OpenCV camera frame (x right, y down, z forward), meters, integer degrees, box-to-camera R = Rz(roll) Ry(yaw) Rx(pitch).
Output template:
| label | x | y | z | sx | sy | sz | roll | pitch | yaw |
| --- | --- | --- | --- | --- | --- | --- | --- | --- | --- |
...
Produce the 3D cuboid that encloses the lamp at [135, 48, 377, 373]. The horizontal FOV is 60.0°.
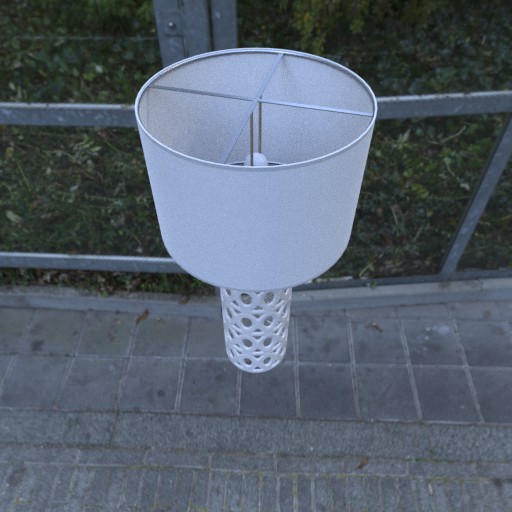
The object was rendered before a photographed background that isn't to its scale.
| label | x | y | z | sx | sy | sz | roll | pitch | yaw |
| --- | --- | --- | --- | --- | --- | --- | --- | --- | --- |
| lamp | 0.000 | 0.000 | 0.837 | 0.324 | 0.636 | 0.325 | 11 | 48 | 10 |
